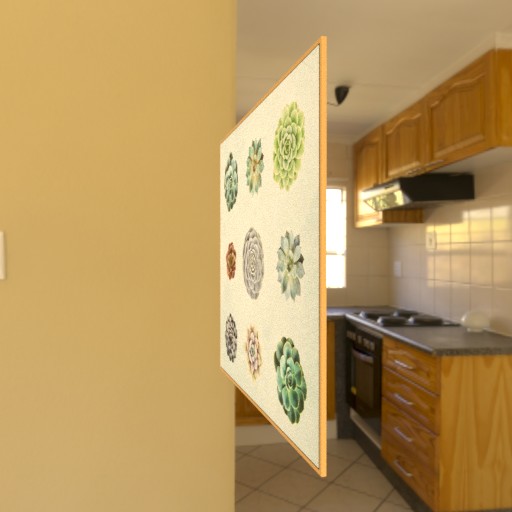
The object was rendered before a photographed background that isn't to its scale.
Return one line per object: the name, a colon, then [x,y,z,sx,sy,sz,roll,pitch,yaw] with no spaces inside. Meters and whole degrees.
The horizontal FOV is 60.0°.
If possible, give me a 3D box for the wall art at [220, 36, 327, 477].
wall art: [0.000,0.000,1.422,0.013,0.959,0.962,0,0,-18]
